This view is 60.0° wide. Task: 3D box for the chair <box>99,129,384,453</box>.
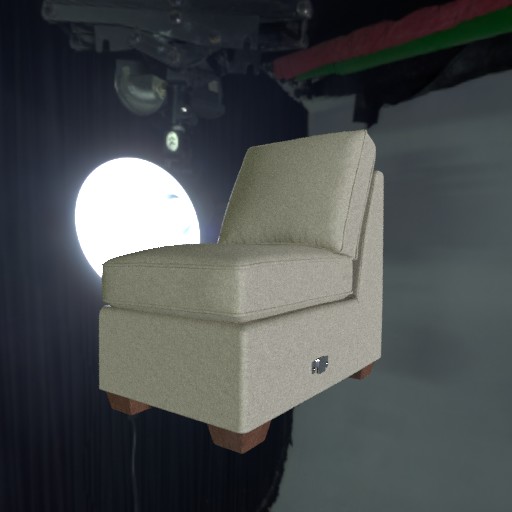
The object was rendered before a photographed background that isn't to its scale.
[{"bbox_3d":[0.000,0.000,1.739,0.674,1.058,1.020,1,2,36],"label":"chair"}]
